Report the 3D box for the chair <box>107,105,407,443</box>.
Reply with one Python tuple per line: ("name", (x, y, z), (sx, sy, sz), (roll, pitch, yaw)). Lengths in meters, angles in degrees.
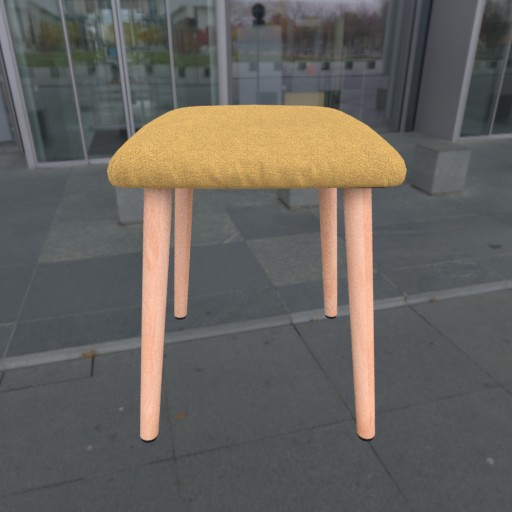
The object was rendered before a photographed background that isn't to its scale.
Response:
("chair", (0.000, 0.000, 0.704), (0.350, 0.440, 0.350), (0, 25, 0))
